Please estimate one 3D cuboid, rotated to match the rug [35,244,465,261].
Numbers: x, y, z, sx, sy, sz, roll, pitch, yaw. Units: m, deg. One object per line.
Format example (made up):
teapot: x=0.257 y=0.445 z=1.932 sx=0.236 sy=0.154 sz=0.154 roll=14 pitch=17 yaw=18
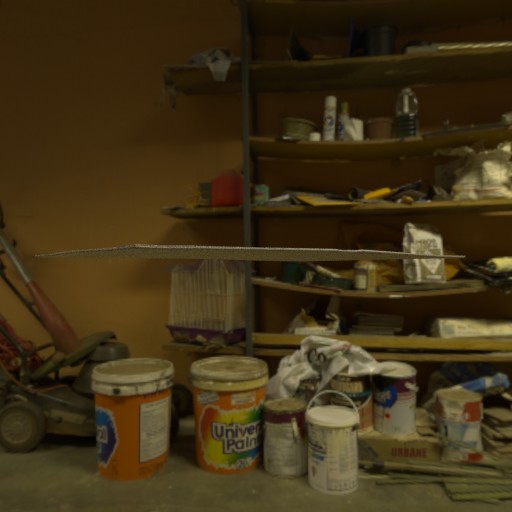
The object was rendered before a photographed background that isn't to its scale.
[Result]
rug: x=0.000 y=0.000 z=2.912 sx=2.342 sy=0.030 sz=1.609 roll=1 pitch=-2 yaw=-37
